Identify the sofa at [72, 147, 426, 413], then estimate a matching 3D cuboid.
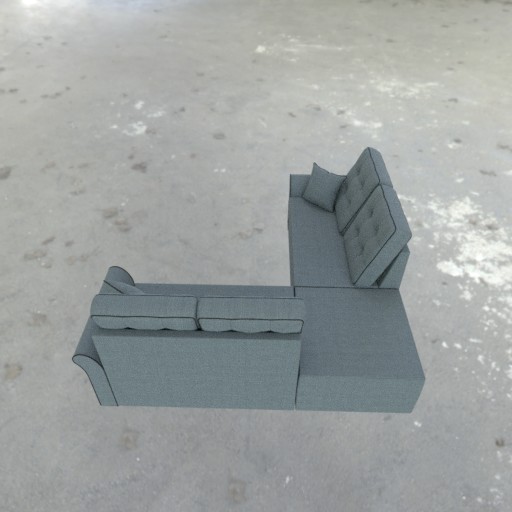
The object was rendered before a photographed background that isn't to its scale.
[{"bbox_3d":[0.000,0.000,3.368,2.070,0.988,2.068,1,41,1],"label":"sofa"}]
